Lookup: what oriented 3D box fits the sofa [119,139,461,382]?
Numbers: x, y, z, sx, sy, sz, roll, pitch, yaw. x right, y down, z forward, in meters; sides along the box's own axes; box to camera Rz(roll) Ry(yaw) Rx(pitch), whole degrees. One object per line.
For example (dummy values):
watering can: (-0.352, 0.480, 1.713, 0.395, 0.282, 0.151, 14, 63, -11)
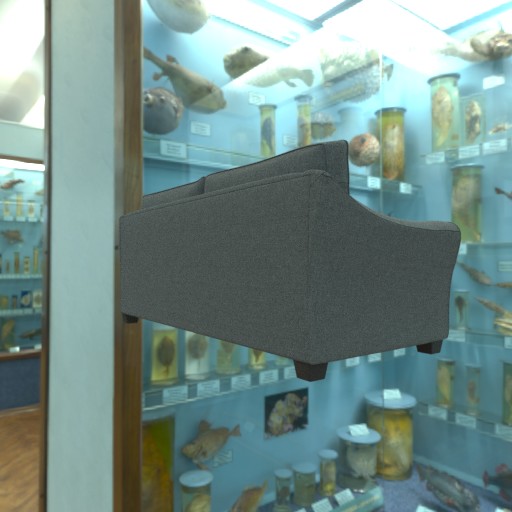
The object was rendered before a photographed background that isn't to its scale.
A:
sofa: (0.000, 0.000, 2.769, 1.013, 0.976, 2.203, 0, -1, -36)
